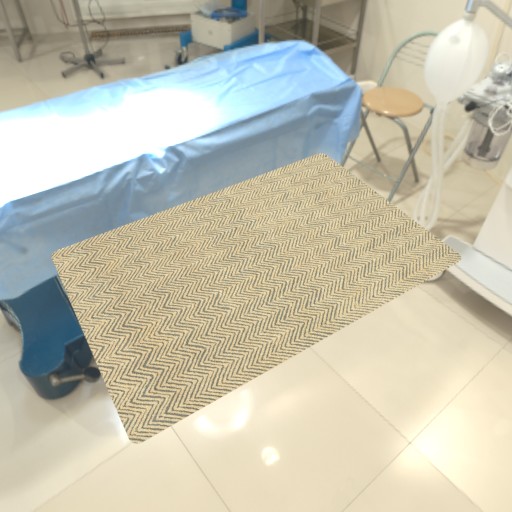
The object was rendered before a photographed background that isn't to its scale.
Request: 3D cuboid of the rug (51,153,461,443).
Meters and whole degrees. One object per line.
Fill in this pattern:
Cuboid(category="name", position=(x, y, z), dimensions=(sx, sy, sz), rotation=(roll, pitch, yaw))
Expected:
Cuboid(category="rug", position=(0.000, 0.000, 2.236), dimensions=(1.752, 0.008, 1.144), rotation=(-24, 50, -22))
